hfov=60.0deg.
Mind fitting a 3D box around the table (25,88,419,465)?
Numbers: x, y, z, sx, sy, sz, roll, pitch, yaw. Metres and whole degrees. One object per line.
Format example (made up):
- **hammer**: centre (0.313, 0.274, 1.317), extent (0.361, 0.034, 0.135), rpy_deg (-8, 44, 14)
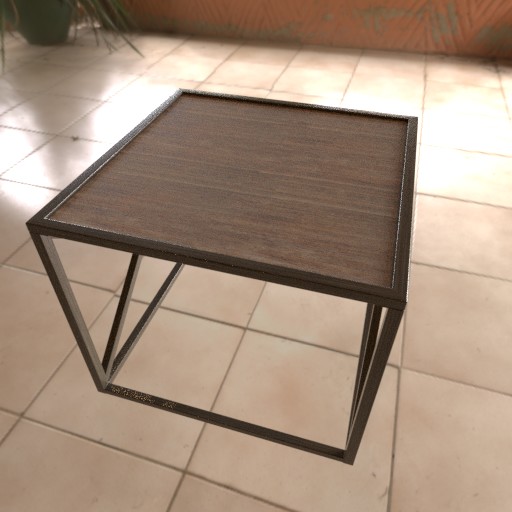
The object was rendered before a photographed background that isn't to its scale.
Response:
- **table**: centre (0.000, 0.000, 1.049), extent (0.609, 0.507, 0.611), rpy_deg (11, 43, 12)
